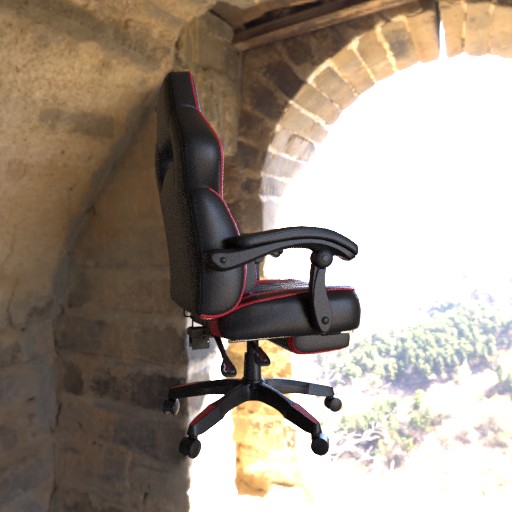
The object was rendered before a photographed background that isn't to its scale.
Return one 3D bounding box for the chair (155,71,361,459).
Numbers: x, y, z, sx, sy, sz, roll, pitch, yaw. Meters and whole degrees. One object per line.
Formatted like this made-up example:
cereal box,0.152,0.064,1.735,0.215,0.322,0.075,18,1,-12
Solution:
chair,0.000,0.000,1.638,0.700,1.220,0.700,0,1,-20
